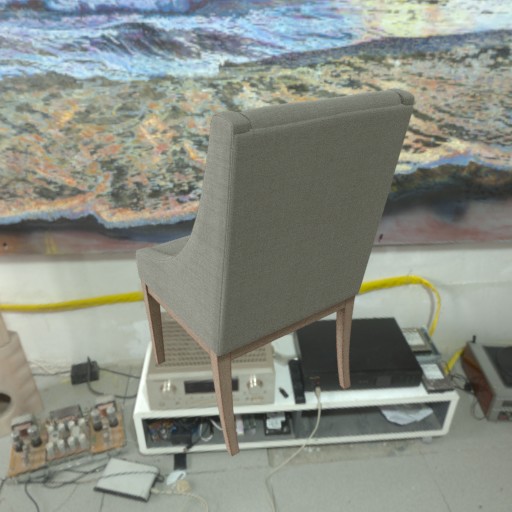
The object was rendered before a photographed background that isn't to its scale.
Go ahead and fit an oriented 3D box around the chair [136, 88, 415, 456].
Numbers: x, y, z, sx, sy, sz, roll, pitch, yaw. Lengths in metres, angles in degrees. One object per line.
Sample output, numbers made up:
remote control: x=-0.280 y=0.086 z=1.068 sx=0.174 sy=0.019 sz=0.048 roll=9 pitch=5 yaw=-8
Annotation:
chair: x=0.000 y=0.000 z=1.395 sx=0.575 sy=1.021 sz=0.611 roll=-19 pitch=34 yaw=-30
